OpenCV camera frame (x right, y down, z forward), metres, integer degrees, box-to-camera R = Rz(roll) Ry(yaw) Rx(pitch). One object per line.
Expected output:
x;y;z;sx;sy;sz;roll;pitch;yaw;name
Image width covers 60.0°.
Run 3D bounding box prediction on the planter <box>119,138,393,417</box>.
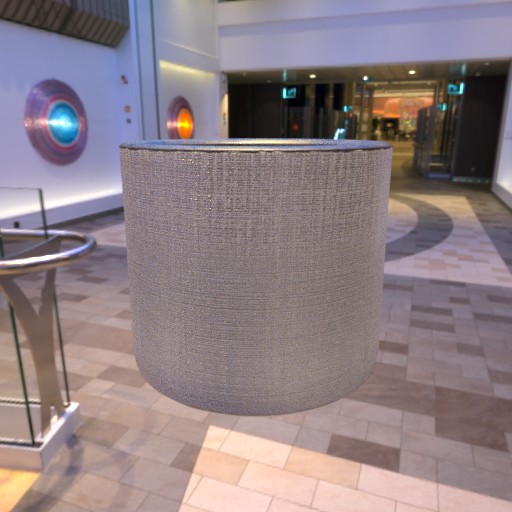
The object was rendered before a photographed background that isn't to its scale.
0.000;0.000;0.223;0.125;0.112;0.125;0;16;0;planter
